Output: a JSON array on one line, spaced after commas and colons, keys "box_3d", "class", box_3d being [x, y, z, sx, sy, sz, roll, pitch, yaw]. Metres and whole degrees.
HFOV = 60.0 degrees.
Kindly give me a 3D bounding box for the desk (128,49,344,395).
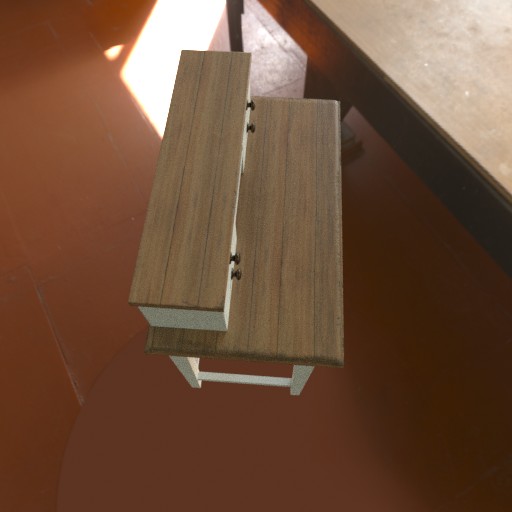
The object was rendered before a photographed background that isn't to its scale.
[{"box_3d": [0.000, 0.000, 1.457, 0.462, 0.981, 0.814, 4, 64, 2], "class": "desk"}]
